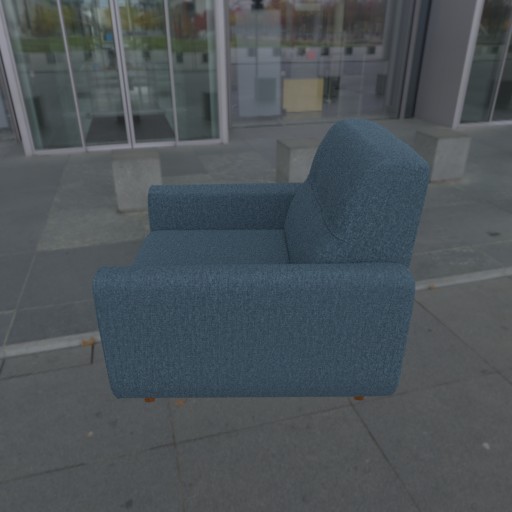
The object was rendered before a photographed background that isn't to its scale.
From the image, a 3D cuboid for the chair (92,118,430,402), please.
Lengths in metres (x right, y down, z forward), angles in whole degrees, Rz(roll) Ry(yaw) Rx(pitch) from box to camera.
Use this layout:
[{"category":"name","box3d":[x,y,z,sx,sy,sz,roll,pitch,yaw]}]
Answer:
[{"category":"chair","box3d":[0.000,0.000,1.684,0.964,0.940,0.880,0,27,-1]}]
